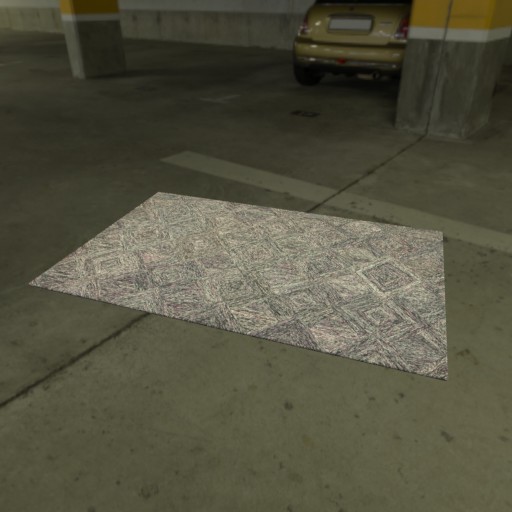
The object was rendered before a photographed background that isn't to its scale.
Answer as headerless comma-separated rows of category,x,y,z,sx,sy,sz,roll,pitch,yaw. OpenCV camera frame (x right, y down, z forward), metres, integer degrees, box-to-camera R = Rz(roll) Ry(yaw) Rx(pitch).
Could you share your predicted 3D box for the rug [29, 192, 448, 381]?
rug,0.000,0.000,2.878,2.298,0.017,1.501,10,32,16
